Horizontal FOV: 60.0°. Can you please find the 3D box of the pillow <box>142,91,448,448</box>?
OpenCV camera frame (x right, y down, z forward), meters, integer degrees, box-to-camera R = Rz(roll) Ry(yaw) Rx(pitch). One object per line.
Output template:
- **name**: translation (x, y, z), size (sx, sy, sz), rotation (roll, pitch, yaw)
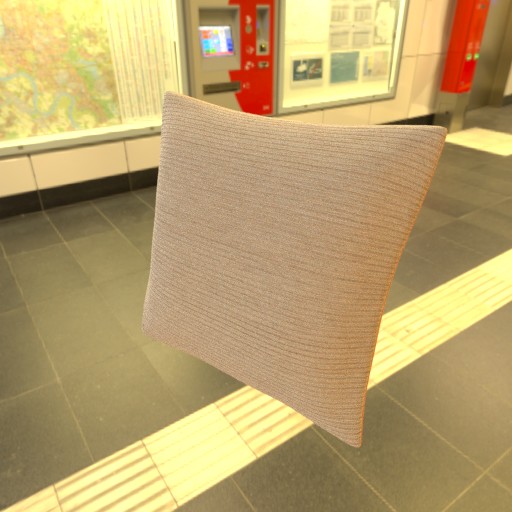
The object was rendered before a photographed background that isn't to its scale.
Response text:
- **pillow**: translation (0.000, 0.000, 0.638), size (0.424, 0.401, 0.177), rotation (19, 34, 30)
